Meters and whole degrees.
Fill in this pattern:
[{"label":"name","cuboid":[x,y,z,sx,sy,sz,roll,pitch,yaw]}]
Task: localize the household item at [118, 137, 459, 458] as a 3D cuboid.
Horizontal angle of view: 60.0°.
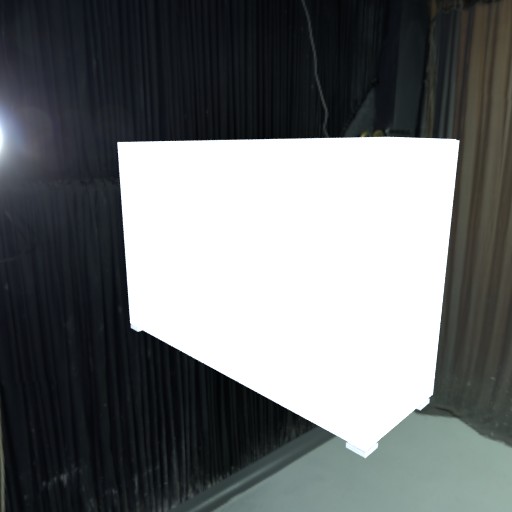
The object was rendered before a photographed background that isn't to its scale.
[{"label":"household item","cuboid":[0.000,0.000,1.730,0.420,0.867,1.300,-13,19,-43]}]
